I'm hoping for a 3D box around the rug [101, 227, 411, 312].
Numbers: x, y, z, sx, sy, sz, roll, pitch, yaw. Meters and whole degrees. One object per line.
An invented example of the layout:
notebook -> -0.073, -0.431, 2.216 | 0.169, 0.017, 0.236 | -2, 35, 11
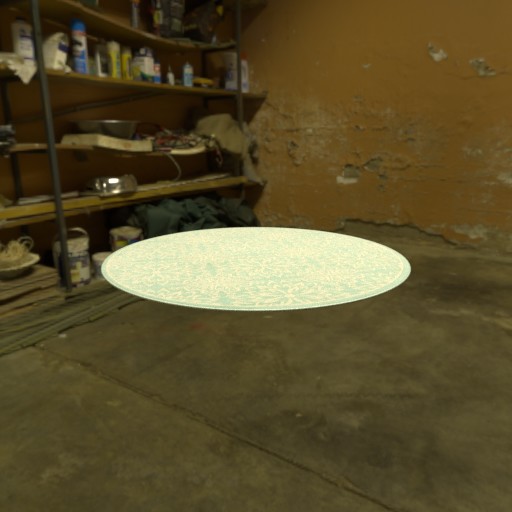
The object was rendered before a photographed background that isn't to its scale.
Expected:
rug -> 0.000, 0.000, 2.405 | 1.593, 0.012, 1.593 | 0, 15, 0
